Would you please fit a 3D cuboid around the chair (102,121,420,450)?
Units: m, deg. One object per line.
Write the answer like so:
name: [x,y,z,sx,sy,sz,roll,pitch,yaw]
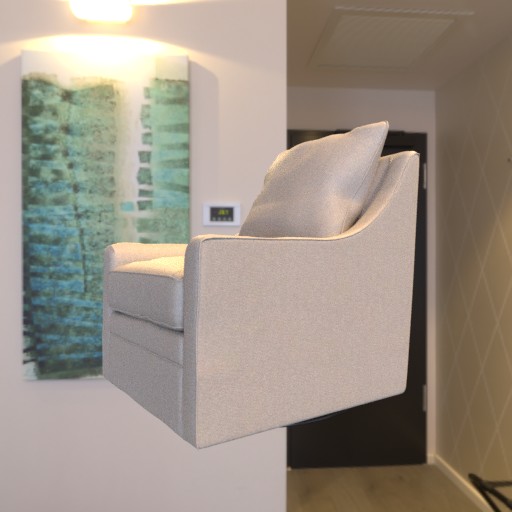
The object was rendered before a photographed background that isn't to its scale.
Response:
chair: [0.000,0.000,1.558,0.876,0.942,0.760,0,0,-35]
